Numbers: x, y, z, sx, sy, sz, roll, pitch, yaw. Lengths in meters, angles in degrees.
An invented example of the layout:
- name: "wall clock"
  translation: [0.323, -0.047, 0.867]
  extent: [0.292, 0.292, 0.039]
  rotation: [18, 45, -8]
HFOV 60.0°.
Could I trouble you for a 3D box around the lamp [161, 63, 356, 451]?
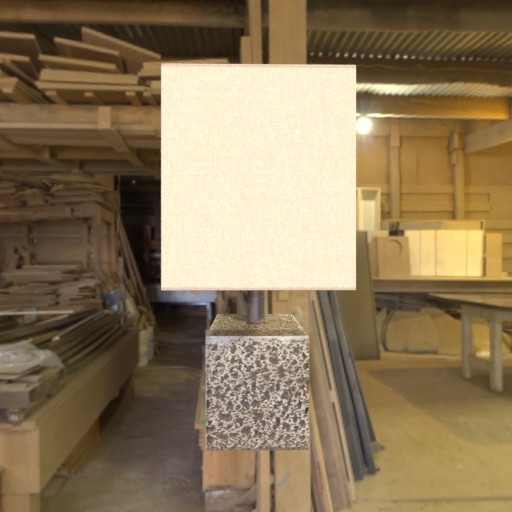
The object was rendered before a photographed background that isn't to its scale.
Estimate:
- name: "lamp"
  translation: [0.000, 0.000, 0.556]
  extent: [0.180, 0.411, 0.294]
  rotation: [0, 0, -1]
